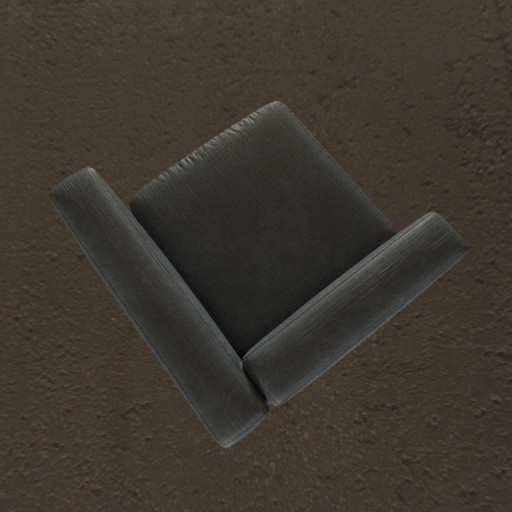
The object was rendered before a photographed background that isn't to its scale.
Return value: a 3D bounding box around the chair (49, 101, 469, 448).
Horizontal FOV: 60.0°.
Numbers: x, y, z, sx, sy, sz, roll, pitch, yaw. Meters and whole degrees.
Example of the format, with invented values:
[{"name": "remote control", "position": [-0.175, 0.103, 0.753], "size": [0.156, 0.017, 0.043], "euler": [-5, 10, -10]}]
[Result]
[{"name": "chair", "position": [0.000, 0.000, 1.234], "size": [0.680, 0.660, 0.680], "euler": [-37, 78, -9]}]
